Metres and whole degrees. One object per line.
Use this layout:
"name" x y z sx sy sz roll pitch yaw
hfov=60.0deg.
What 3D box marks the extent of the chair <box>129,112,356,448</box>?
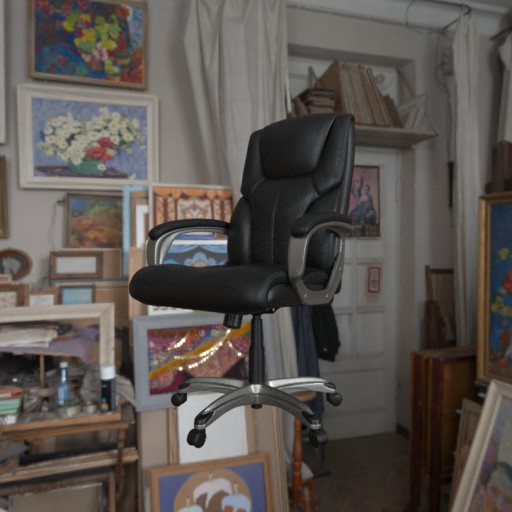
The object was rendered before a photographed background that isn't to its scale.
"chair" 0.000 0.000 1.598 0.663 1.155 0.739 1 1 36
